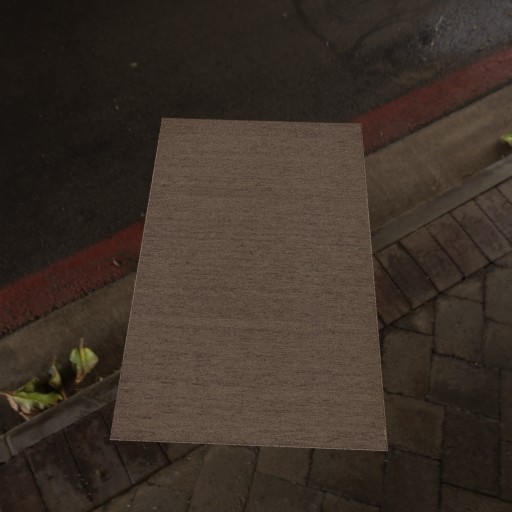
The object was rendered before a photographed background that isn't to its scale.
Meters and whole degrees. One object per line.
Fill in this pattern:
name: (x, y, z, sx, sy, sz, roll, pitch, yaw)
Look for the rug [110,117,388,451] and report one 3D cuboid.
rug: (0.000, 0.000, 2.341, 1.225, 0.013, 1.840, 2, 65, 1)
